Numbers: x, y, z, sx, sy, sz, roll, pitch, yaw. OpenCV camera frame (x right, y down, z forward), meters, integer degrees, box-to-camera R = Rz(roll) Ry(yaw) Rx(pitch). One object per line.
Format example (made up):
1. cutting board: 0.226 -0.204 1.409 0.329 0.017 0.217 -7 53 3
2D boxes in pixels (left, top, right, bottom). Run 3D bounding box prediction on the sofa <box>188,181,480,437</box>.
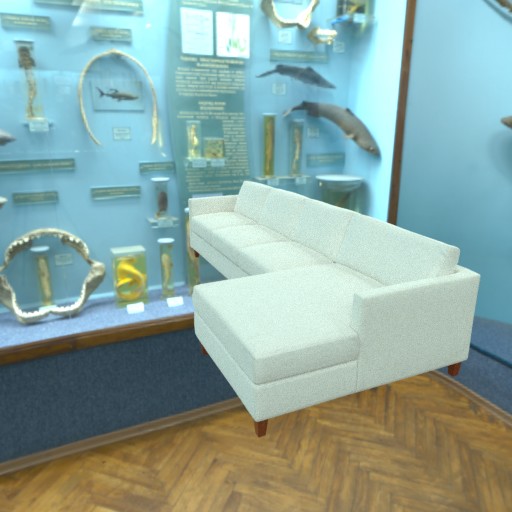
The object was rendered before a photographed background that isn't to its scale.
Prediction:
1. sofa: 0.000 0.000 4.067 1.606 0.954 3.471 -8 19 -23
